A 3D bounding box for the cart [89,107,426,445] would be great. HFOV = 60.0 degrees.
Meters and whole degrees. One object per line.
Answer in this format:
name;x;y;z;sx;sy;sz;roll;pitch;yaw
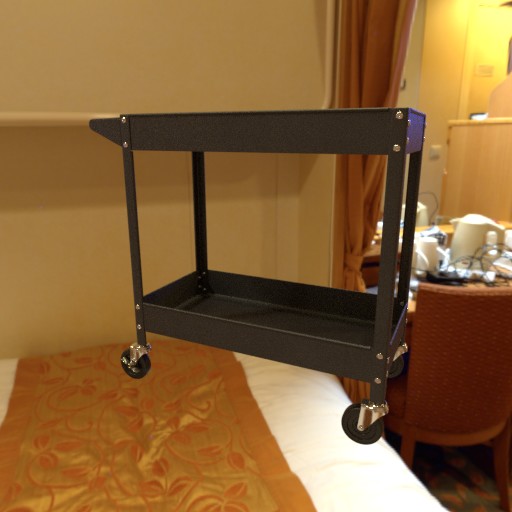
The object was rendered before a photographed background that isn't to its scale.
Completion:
cart;0.000;0.000;1.182;0.779;0.719;0.366;7;17;24
